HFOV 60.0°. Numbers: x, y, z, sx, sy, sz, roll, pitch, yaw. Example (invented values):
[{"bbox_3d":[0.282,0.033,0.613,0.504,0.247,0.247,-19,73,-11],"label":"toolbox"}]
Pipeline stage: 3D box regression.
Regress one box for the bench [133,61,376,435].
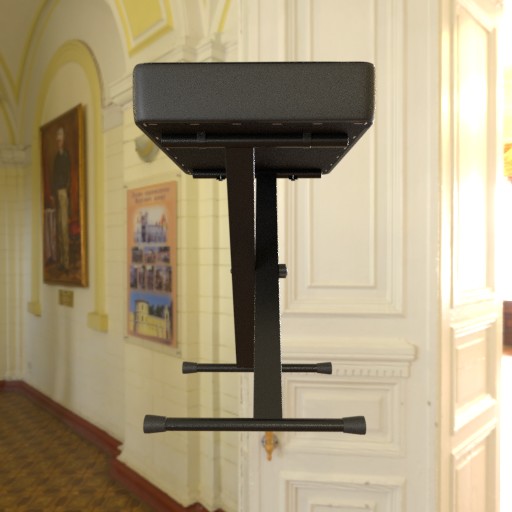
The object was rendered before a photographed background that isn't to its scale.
[{"bbox_3d":[0.000,0.000,0.778,0.321,0.500,0.424,0,1,1],"label":"bench"}]
